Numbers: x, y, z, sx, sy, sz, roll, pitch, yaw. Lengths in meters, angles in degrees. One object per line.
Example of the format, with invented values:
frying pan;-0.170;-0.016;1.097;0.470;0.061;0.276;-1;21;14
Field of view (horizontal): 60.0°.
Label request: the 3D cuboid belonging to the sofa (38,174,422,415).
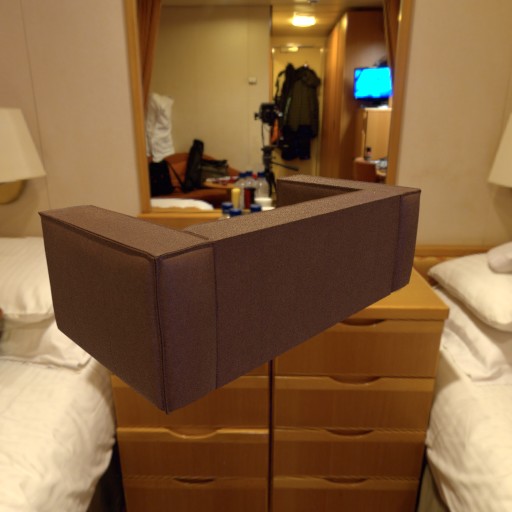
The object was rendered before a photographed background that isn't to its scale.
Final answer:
sofa;0.000;0.000;2.644;1.102;0.703;2.088;17;24;42
